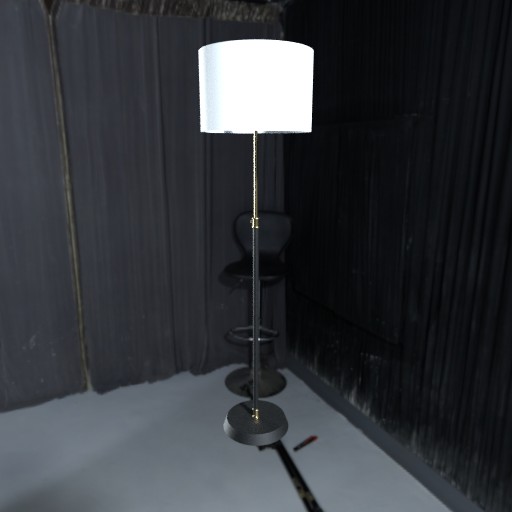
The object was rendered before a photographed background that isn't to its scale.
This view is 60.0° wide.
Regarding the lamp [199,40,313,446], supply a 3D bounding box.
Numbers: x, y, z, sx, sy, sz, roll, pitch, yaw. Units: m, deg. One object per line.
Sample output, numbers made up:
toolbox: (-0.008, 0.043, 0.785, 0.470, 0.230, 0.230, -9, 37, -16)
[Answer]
lamp: (0.000, 0.000, 1.752, 0.404, 1.517, 0.404, -7, 16, -25)
